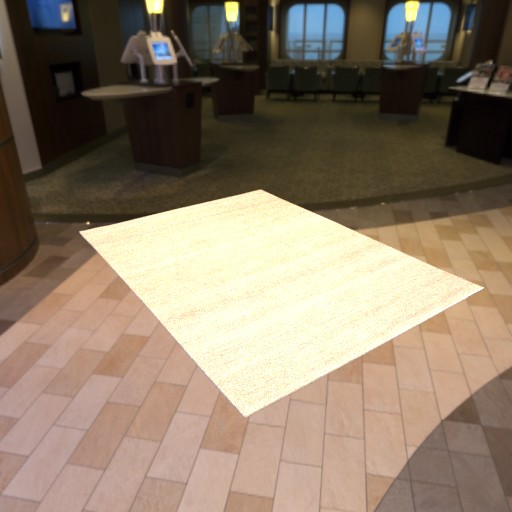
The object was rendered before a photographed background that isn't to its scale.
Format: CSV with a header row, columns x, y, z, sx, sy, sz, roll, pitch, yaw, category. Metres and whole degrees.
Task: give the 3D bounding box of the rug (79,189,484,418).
x,y,z,sx,sy,sz,roll,pitch,yaw,category
0.000,0.000,4.307,2.467,0.046,3.245,-18,32,-31,rug
